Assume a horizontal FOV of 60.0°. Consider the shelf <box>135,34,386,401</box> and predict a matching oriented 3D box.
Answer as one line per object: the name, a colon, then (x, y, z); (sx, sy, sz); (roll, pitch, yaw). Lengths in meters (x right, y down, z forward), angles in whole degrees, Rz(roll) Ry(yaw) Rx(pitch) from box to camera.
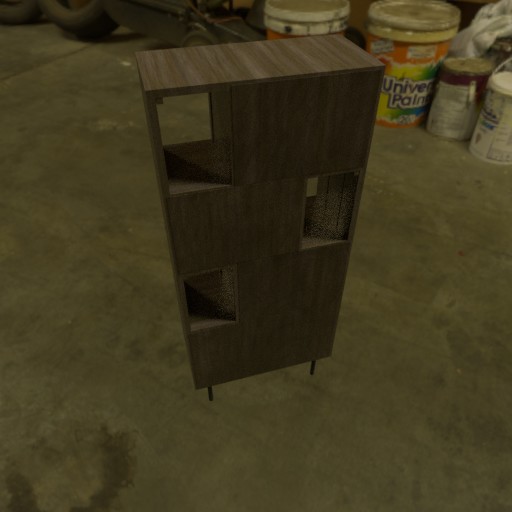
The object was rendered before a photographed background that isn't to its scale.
shelf: (0.000, 0.000, 1.806); (0.670, 1.545, 0.323); (-11, 43, -12)
